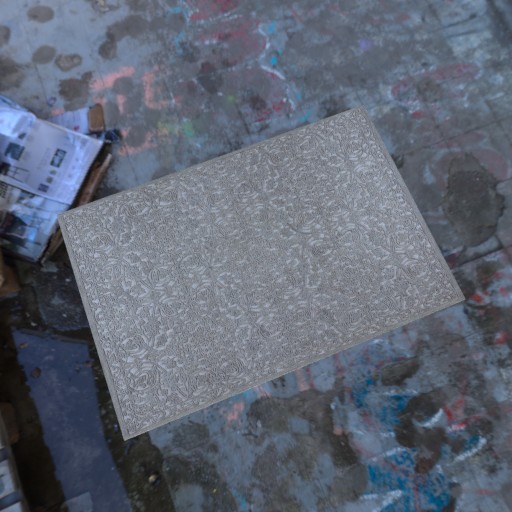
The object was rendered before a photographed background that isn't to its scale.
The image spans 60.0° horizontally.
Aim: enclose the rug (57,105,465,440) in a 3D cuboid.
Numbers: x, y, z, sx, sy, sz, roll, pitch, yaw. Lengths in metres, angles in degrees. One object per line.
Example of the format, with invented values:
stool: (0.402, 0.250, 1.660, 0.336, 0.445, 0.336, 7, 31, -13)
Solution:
rug: (0.000, 0.000, 2.332, 1.827, 0.006, 1.221, -21, 76, -5)
